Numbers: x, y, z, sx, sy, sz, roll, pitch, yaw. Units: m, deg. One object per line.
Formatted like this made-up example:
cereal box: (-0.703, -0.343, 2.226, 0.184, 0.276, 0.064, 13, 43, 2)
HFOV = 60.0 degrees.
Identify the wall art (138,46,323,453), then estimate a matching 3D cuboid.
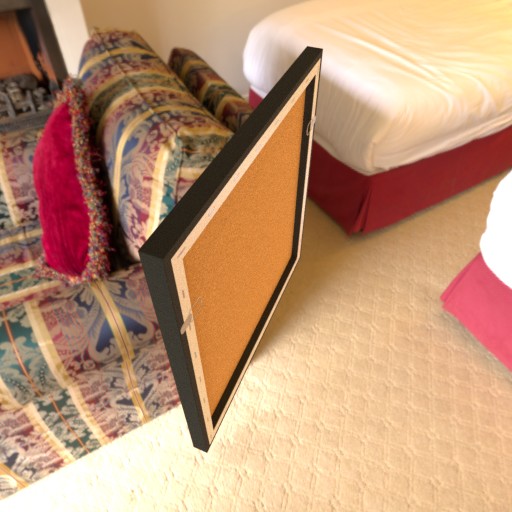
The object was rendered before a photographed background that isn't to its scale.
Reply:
wall art: (0.000, 0.000, 1.132, 0.044, 0.758, 0.758, 17, 50, 15)
